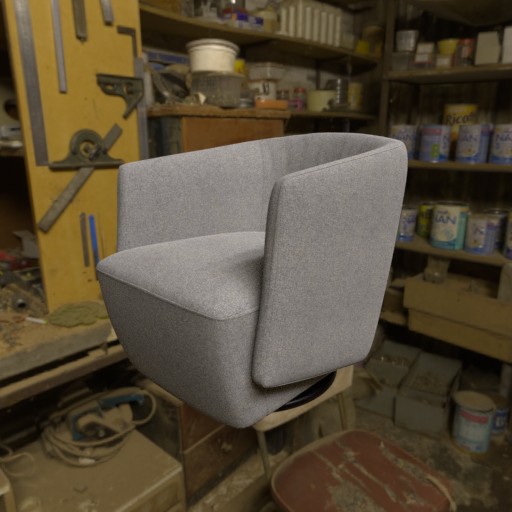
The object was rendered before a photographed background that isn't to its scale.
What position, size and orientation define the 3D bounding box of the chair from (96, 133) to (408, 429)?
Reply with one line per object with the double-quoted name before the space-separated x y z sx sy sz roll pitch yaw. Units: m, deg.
"chair" 0.000 0.000 1.599 0.822 0.861 0.986 14 21 42
